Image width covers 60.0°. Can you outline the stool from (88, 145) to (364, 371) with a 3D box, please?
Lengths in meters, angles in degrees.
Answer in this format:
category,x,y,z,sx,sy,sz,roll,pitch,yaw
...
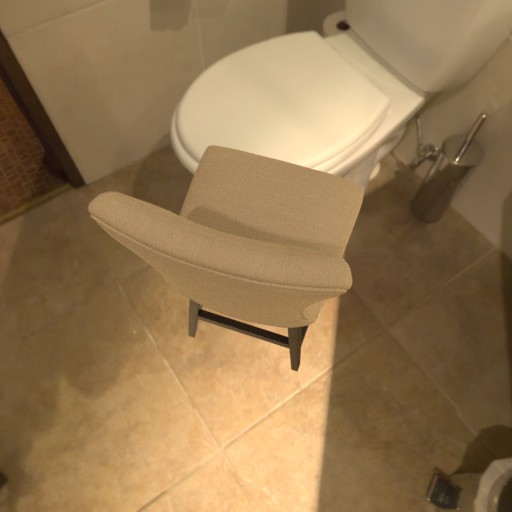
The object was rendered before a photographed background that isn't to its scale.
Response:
category,x,y,z,sx,sy,sz,roll,pitch,yaw
stool,0.000,0.000,1.329,0.514,1.000,0.574,16,64,8
